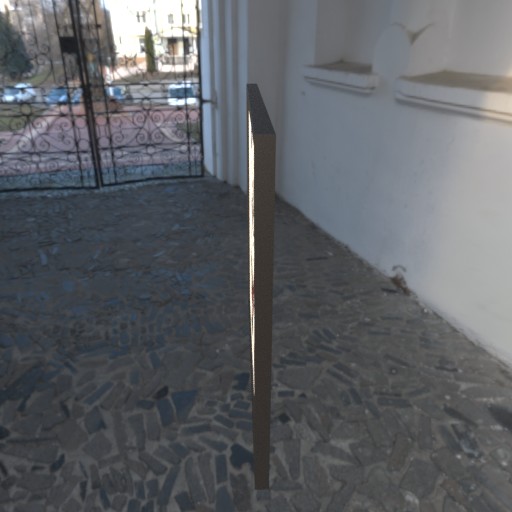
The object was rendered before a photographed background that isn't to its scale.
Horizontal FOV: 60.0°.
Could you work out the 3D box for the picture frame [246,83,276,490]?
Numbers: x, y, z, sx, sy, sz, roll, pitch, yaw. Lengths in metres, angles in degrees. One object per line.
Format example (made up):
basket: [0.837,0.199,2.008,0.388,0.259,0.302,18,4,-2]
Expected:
picture frame: [0.000,0.000,1.159,0.032,0.775,0.775,-1,26,-2]
